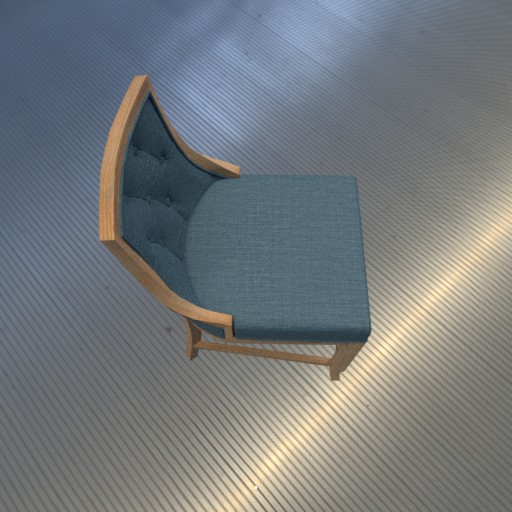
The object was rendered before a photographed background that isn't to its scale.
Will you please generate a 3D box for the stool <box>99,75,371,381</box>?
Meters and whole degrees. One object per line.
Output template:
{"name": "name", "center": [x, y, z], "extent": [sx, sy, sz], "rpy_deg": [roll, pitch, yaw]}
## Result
{"name": "stool", "center": [0.000, 0.000, 1.326], "extent": [0.626, 0.938, 0.524], "rpy_deg": [1, 62, 1]}
